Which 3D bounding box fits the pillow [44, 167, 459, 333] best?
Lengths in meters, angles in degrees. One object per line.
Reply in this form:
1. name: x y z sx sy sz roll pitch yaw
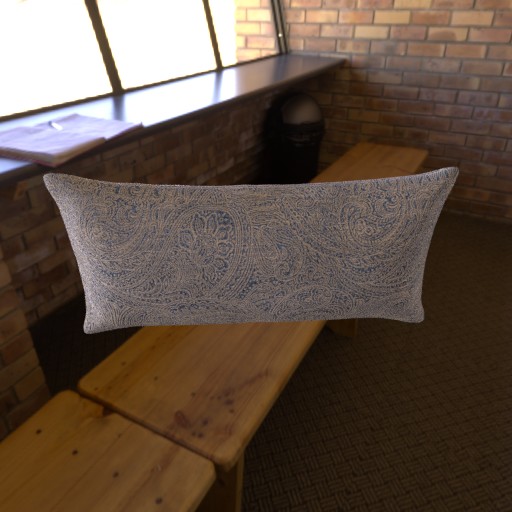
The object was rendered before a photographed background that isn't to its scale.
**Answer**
1. pillow: 0.000 0.000 0.729 0.615 0.295 0.151 -2 30 -3
